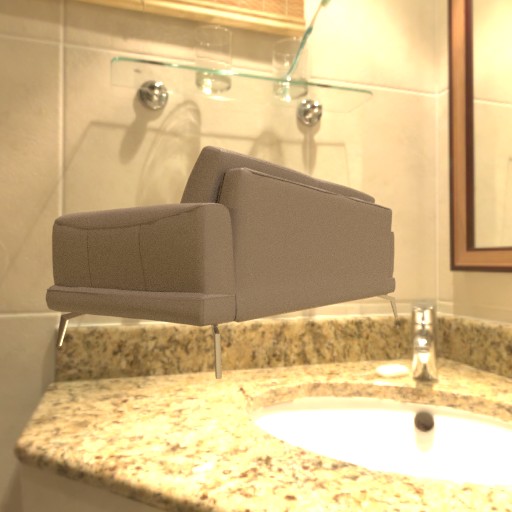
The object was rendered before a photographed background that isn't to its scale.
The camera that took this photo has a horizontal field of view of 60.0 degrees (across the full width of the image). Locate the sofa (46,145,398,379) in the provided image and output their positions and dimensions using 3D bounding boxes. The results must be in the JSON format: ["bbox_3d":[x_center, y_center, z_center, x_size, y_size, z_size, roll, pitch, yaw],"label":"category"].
[{"bbox_3d":[0.000,0.000,2.753,1.121,0.930,2.177,0,-1,36],"label":"sofa"}]
